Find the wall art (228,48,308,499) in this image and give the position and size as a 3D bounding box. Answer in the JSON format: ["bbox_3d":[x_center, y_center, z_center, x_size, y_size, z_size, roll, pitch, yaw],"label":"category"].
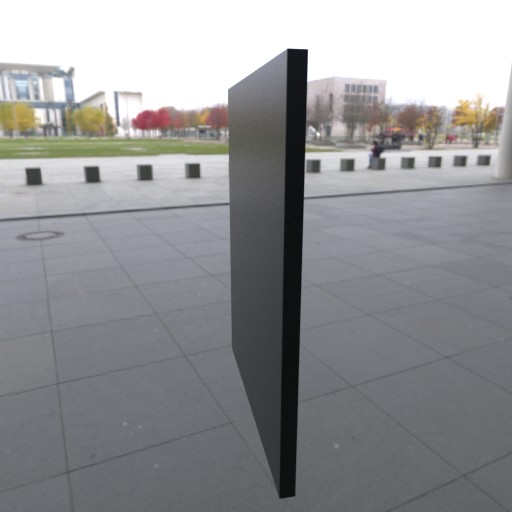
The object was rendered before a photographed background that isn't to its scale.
[{"bbox_3d":[0.000,0.000,1.570,0.053,1.194,0.950,-3,16,-11],"label":"wall art"}]
